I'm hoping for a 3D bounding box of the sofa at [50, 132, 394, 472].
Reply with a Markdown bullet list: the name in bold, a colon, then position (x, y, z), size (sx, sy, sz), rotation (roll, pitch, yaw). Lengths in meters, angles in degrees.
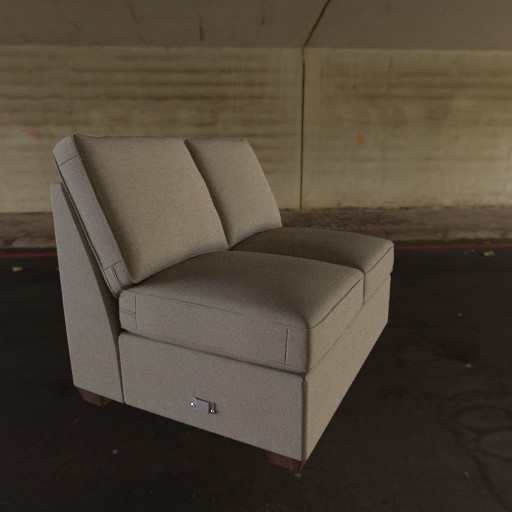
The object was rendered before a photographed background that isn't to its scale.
- **sofa**: position (0.000, 0.000, 1.910), size (0.978, 1.006, 1.232), rotation (7, 16, 26)
